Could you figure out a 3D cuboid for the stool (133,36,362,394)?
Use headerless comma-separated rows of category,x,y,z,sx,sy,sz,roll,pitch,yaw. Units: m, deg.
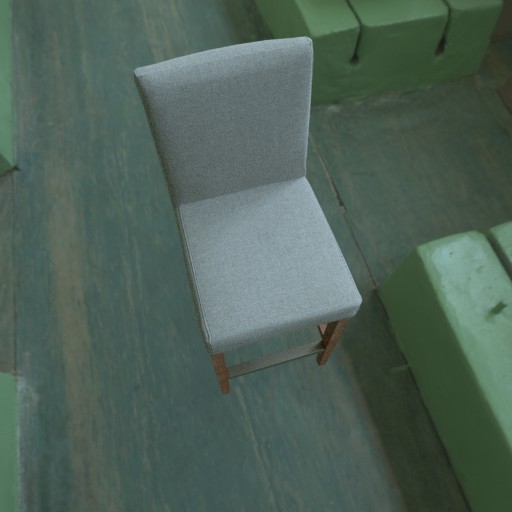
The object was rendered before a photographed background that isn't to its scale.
stool,0.000,0.000,1.379,0.439,1.088,0.570,-15,63,-7
